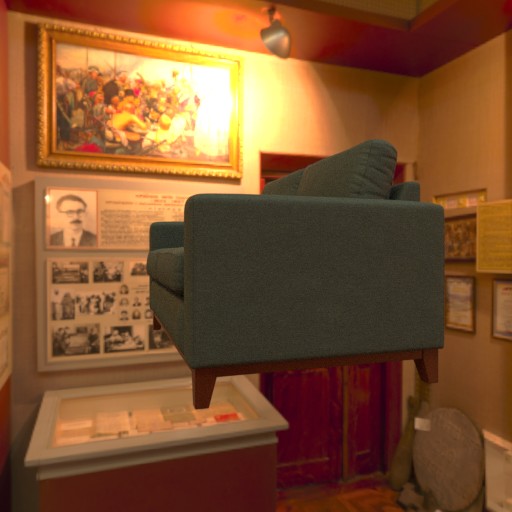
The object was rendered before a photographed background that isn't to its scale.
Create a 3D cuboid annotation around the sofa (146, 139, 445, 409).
[{"bbox_3d":[0.000,0.000,2.139,0.955,0.903,1.489,0,1,-18],"label":"sofa"}]
